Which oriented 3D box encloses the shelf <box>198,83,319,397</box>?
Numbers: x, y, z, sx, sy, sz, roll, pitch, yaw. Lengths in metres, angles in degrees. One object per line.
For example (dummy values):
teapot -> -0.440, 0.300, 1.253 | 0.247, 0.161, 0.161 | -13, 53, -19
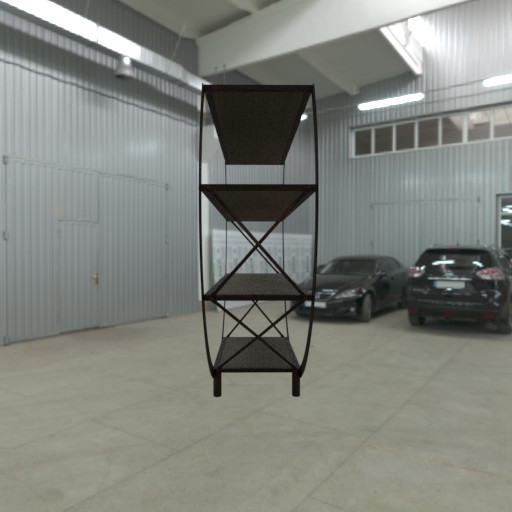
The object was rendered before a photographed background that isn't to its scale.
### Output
shelf -> 0.000, 0.000, 1.955 | 0.344, 1.063, 1.403 | 0, 1, -1
